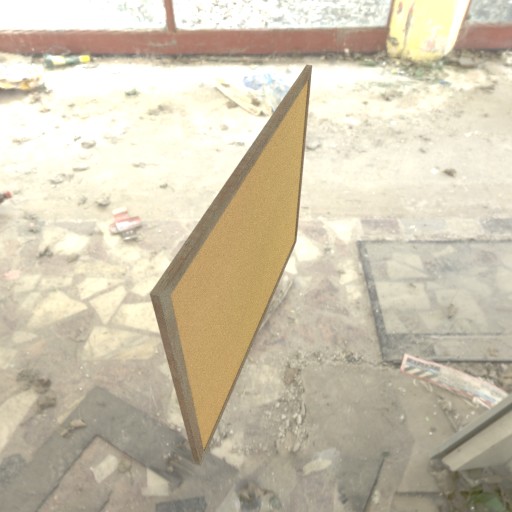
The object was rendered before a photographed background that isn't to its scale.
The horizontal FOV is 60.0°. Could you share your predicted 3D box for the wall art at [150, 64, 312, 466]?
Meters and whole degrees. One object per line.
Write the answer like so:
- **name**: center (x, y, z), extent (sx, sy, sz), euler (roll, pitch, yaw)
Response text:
- **wall art**: center (0.000, 0.000, 1.356), extent (0.019, 0.774, 1.012), euler (14, 47, 14)
